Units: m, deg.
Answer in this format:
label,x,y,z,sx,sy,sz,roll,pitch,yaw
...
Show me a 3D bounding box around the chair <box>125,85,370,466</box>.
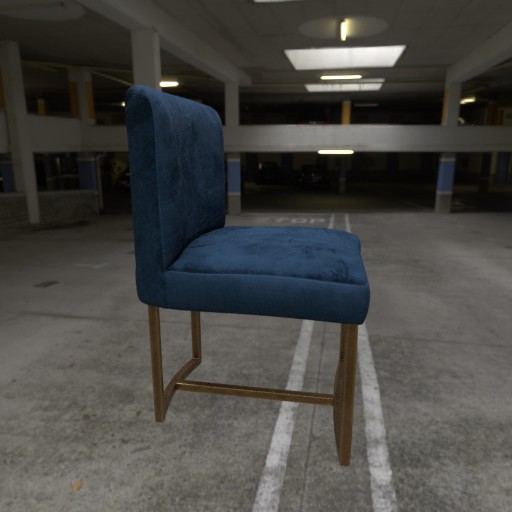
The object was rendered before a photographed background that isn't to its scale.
label,x,y,z,sx,sy,sz,roll,pitch,yaw
chair,0.000,0.000,1.169,0.560,0.824,0.530,3,14,10
